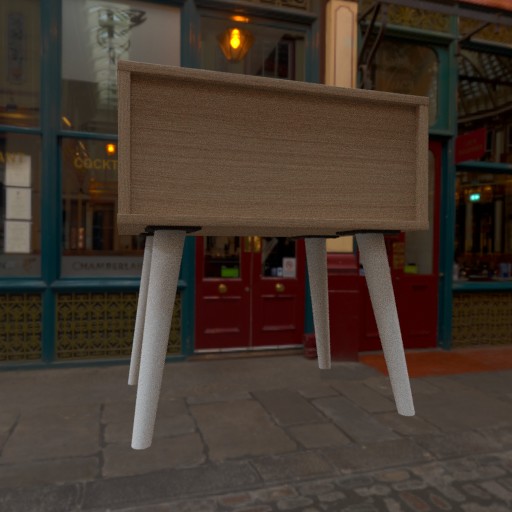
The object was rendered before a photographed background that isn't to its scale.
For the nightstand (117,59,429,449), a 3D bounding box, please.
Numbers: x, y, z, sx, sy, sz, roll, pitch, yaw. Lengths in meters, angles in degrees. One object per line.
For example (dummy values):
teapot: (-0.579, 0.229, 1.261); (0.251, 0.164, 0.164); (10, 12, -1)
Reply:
nightstand: (0.000, 0.000, 0.963); (0.571, 0.610, 0.407); (0, 0, -17)
